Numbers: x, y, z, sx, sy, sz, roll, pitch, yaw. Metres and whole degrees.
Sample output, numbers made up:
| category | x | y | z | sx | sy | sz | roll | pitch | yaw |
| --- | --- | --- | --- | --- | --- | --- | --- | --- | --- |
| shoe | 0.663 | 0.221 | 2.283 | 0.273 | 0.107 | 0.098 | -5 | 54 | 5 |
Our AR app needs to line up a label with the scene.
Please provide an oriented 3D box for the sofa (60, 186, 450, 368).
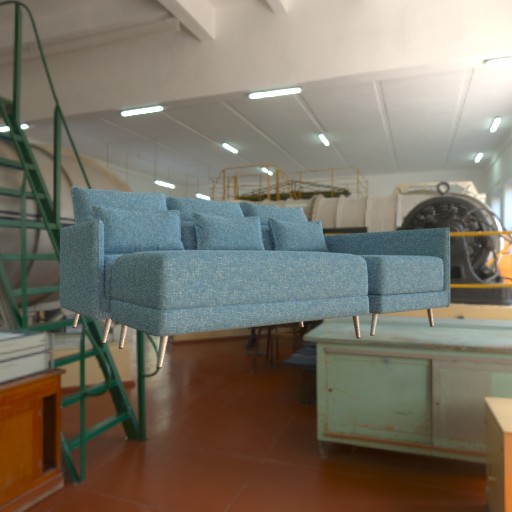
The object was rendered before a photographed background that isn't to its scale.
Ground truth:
| category | x | y | z | sx | sy | sz | roll | pitch | yaw |
| --- | --- | --- | --- | --- | --- | --- | --- | --- | --- |
| sofa | 0.000 | 0.000 | 2.794 | 2.034 | 0.899 | 1.420 | 0 | 0 | -35 |
